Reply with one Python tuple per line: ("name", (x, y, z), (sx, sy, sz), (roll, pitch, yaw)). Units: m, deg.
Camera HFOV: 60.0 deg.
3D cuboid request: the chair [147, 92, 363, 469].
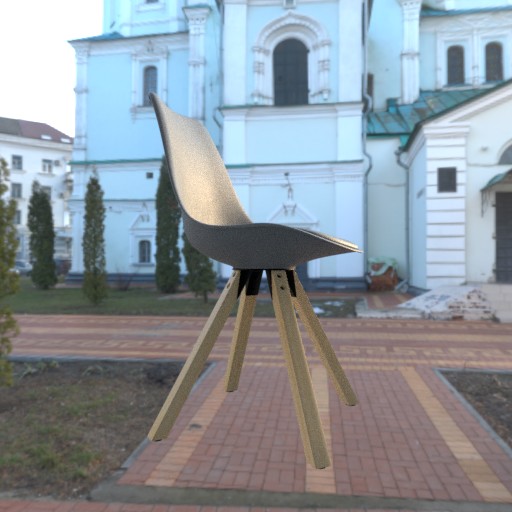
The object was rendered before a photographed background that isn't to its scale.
("chair", (0.000, 0.000, 1.166), (0.549, 0.850, 0.485), (0, -1, 21))
